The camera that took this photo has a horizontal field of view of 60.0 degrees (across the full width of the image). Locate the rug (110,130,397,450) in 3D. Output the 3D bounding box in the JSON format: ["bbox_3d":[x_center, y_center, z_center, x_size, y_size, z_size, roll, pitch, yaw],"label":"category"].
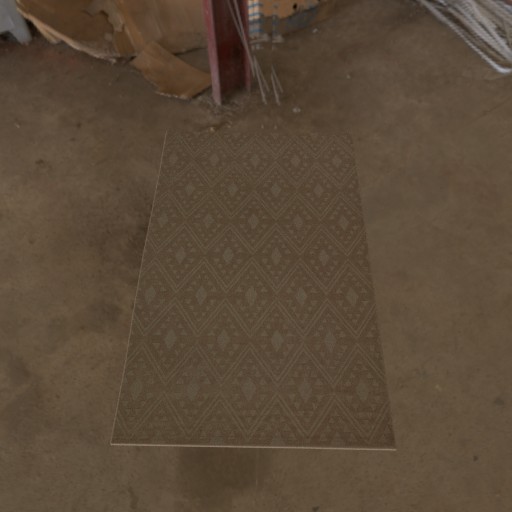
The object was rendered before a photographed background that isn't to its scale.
[{"bbox_3d":[0.000,0.000,3.026,1.553,0.053,2.430,1,58,1],"label":"rug"}]
